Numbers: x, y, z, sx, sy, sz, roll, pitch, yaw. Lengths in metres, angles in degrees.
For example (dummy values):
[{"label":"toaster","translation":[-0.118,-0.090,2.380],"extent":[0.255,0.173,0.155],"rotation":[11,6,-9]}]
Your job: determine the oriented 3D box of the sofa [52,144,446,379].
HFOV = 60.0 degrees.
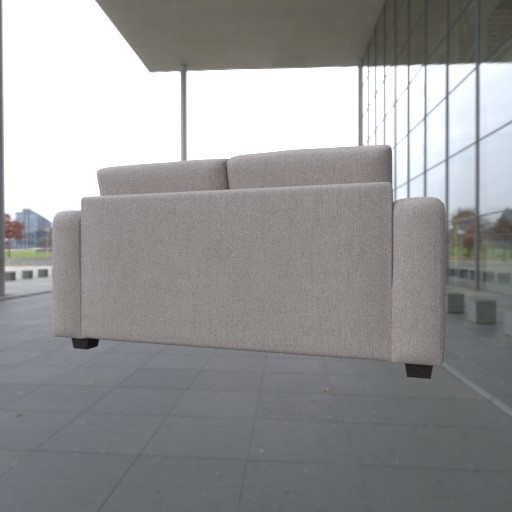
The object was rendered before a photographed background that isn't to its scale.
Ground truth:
[{"label":"sofa","translation":[0.000,0.000,2.023],"extent":[1.540,0.800,0.900],"rotation":[0,0,19]}]
